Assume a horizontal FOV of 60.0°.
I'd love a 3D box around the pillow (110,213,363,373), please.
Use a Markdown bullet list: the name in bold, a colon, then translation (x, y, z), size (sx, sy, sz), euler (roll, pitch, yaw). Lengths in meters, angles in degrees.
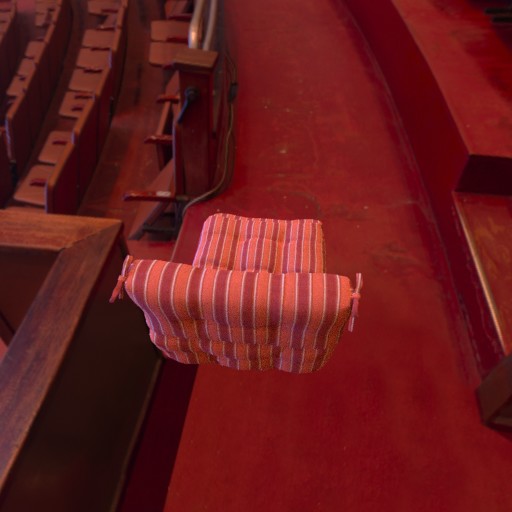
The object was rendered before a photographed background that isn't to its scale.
- **pillow**: translation (0.000, 0.000, 1.496), size (0.526, 0.863, 1.016), euler (4, 47, 4)
